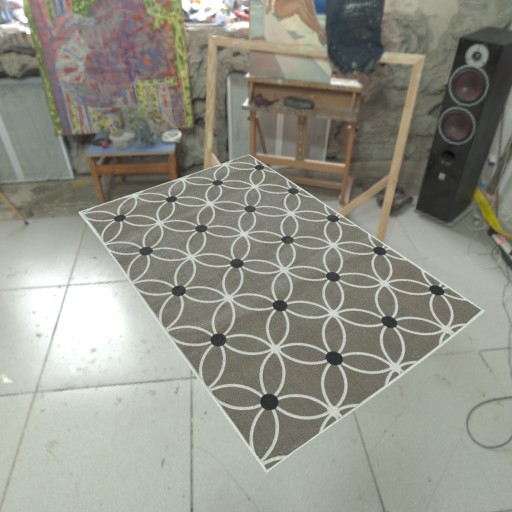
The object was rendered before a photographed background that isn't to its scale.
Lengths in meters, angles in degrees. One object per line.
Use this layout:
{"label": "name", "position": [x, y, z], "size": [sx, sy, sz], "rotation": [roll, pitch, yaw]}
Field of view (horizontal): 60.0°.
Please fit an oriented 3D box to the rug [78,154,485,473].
{"label": "rug", "position": [0.000, 0.000, 2.827], "size": [1.522, 0.008, 2.284], "rotation": [-25, 46, -26]}
